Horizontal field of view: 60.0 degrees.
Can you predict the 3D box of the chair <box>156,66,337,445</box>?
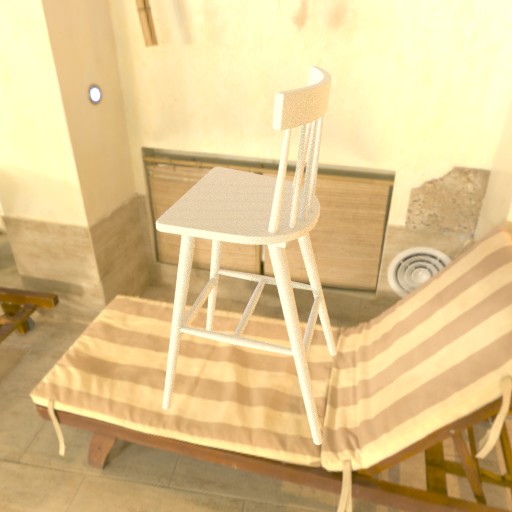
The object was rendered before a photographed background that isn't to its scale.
[{"bbox_3d":[0.000,0.000,1.433,0.572,1.092,0.483,8,31,13],"label":"chair"}]
